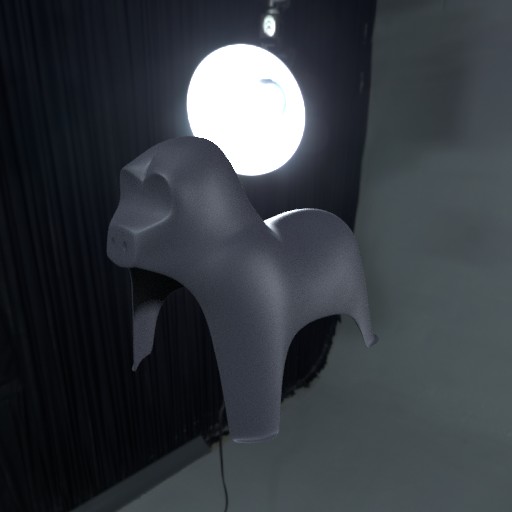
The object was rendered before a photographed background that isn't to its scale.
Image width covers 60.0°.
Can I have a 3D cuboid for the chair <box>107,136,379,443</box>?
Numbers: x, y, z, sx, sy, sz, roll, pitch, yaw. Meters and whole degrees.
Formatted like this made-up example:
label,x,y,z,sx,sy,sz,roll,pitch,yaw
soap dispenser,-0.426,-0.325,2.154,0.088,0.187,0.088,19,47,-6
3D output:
label,x,y,z,sx,sy,sz,roll,pitch,yaw
chair,0.000,0.000,1.131,0.490,0.600,0.758,16,23,42
